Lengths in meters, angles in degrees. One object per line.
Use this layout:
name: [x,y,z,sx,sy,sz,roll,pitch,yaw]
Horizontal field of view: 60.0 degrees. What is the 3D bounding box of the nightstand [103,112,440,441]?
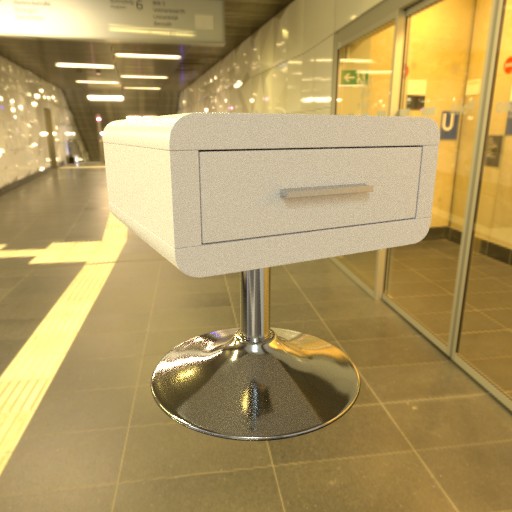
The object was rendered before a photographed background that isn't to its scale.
nightstand: [0.000,0.000,0.753,0.399,0.447,0.404,-8,18,-27]
